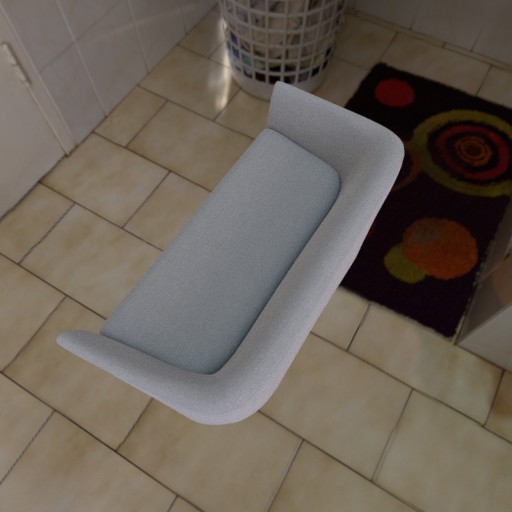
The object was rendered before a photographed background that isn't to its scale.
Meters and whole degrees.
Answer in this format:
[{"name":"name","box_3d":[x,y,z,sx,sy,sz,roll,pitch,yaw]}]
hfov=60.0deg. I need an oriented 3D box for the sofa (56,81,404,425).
[{"name":"sofa","box_3d":[0.000,0.000,1.875,0.705,0.721,1.452,30,67,14]}]
